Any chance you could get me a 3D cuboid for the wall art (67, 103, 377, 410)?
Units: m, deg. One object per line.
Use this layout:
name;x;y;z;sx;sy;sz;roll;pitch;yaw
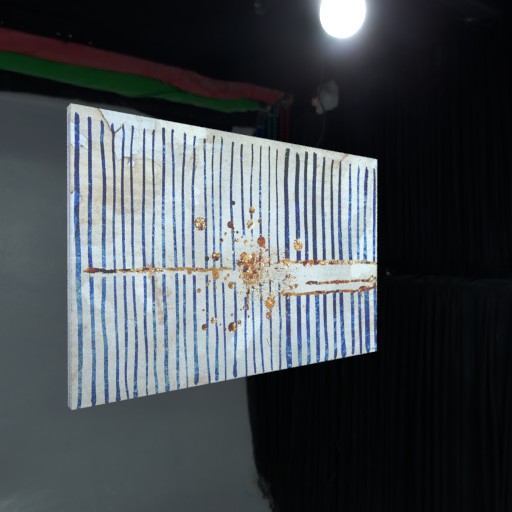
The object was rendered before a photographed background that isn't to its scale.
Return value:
wall art;0.000;0.000;1.156;0.919;0.609;0.030;0;1;-35
